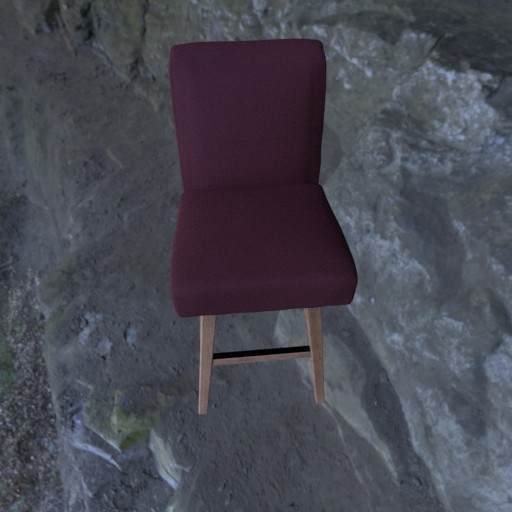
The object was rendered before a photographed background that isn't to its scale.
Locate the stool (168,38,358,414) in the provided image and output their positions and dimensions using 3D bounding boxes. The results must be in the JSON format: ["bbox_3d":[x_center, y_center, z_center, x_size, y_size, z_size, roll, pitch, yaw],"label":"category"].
[{"bbox_3d":[0.000,0.000,1.371,0.468,1.093,0.562,-4,47,-4],"label":"stool"}]
